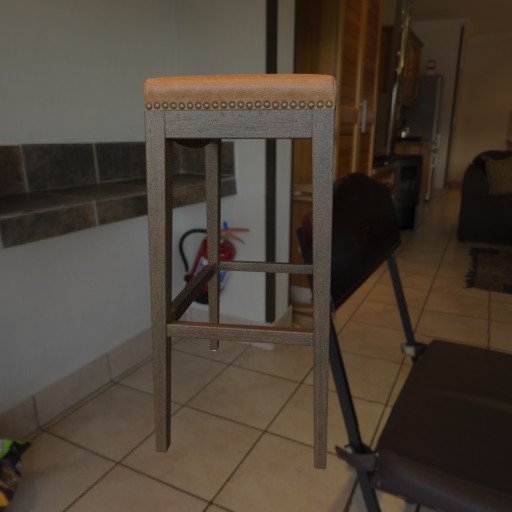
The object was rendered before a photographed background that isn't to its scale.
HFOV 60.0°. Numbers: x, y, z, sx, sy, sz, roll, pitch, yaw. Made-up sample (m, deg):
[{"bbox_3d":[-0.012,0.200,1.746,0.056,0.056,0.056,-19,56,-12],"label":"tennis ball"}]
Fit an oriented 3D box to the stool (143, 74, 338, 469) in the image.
[{"bbox_3d":[0.000,0.000,1.063,0.361,0.759,0.500,2,15,8],"label":"stool"}]
